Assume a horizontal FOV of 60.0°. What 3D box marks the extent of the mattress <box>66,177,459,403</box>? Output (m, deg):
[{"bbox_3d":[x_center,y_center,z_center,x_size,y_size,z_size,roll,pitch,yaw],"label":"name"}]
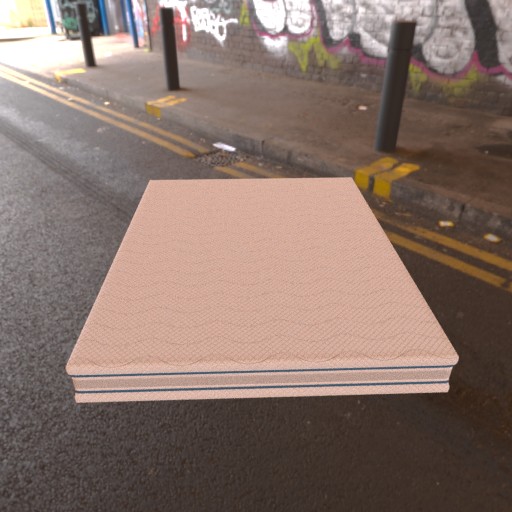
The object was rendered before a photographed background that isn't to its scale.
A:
[{"bbox_3d":[0.000,0.000,2.697,1.600,0.230,2.000,-1,31,-2],"label":"mattress"}]
